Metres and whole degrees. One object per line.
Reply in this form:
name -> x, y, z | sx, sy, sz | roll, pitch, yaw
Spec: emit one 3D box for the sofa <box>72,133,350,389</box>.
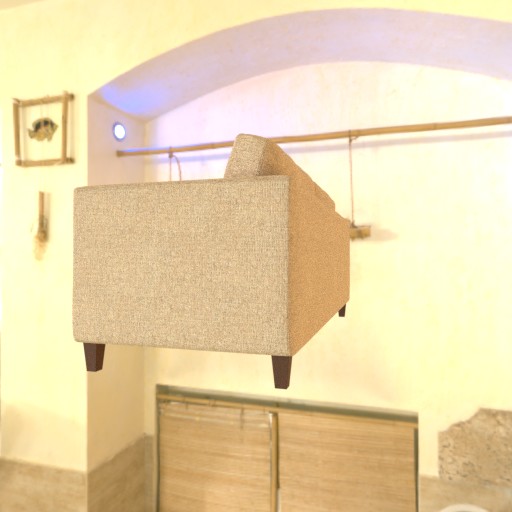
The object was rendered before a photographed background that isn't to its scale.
sofa -> 0.000, 0.000, 2.710 | 0.951, 0.965, 2.208 | 0, 0, 17
